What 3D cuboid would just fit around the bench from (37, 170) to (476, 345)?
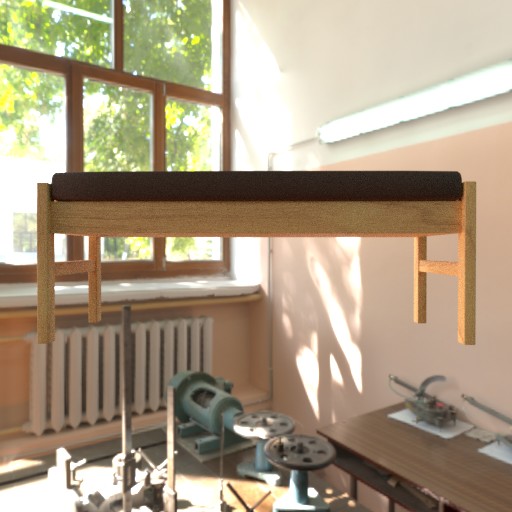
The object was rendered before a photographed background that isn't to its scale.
[{"bbox_3d":[0.000,0.000,1.413,1.200,0.480,0.405,0,1,1],"label":"bench"}]
